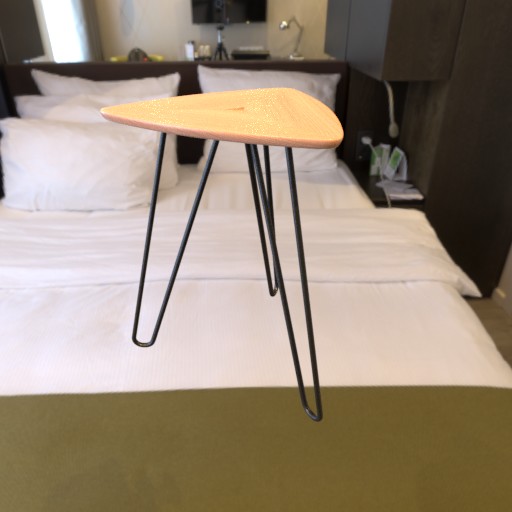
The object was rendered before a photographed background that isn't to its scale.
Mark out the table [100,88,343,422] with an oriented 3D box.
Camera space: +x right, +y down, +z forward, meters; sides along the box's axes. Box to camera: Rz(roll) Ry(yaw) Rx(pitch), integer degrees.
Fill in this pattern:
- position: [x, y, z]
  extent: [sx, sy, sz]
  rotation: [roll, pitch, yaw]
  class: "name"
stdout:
- position: [0.000, 0.000, 0.902]
  extent: [0.442, 0.564, 0.455]
  rotation: [-18, 34, -29]
  class: "table"
